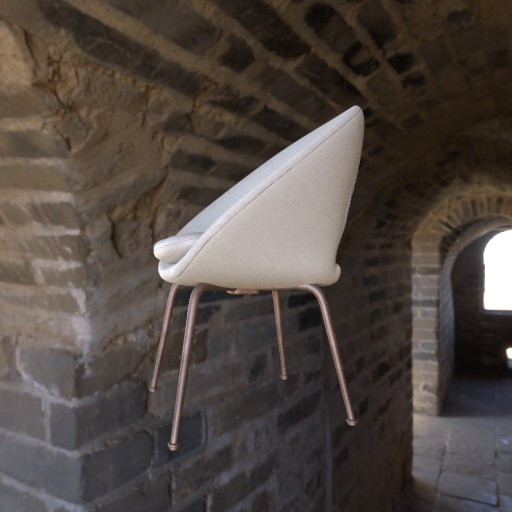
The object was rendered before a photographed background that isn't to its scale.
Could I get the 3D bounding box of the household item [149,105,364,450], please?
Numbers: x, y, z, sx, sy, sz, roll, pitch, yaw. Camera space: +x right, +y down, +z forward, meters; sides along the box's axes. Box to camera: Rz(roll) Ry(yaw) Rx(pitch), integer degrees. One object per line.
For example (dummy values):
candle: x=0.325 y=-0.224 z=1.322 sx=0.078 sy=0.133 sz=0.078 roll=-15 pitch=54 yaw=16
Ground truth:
household item: x=0.000 y=0.000 z=1.281 sx=0.573 sy=0.852 sz=0.623 roll=0 pitch=0 yaw=-19
